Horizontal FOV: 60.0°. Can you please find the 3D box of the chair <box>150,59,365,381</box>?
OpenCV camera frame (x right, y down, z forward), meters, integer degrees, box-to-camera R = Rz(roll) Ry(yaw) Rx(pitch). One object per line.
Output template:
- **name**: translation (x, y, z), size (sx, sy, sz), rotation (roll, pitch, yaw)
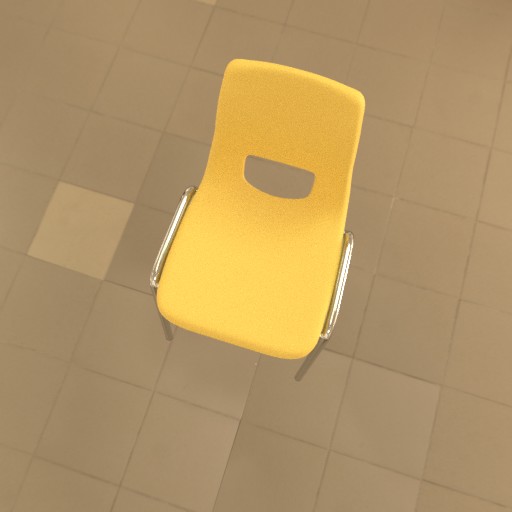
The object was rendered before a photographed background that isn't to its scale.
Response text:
- **chair**: translation (0.000, 0.000, 0.918), size (0.381, 0.653, 0.436), rotation (17, 77, 4)
